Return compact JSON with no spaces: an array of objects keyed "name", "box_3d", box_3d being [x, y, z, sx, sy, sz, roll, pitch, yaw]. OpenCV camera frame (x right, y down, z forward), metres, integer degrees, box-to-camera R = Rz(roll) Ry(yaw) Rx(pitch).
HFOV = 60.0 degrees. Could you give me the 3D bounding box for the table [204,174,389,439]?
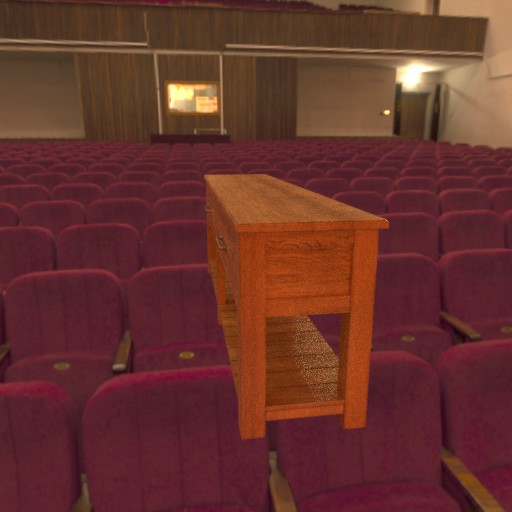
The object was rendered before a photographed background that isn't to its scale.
[{"name":"table","box_3d":[0.000,0.000,2.085,0.425,0.635,1.815,-2,14,-9]}]
